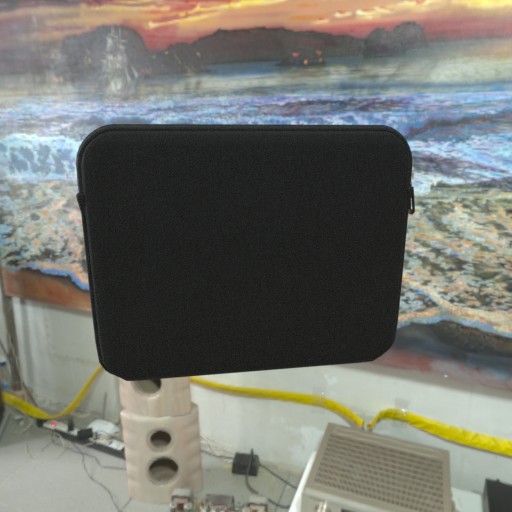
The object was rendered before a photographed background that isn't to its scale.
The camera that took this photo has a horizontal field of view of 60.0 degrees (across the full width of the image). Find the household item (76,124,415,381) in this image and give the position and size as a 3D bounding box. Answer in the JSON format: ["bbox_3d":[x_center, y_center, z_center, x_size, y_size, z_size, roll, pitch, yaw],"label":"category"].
[{"bbox_3d":[0.000,0.000,0.536,0.396,0.305,0.030,-2,16,-9],"label":"household item"}]
